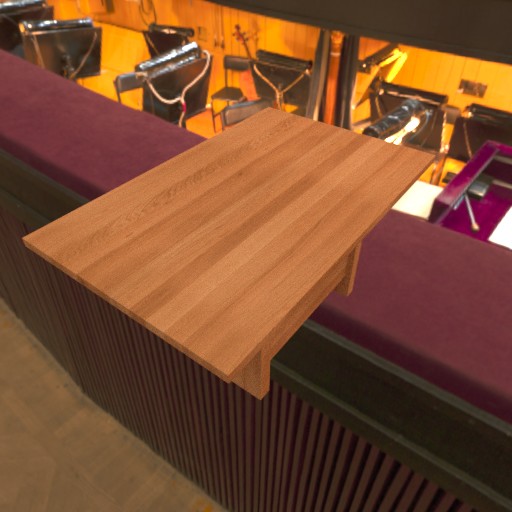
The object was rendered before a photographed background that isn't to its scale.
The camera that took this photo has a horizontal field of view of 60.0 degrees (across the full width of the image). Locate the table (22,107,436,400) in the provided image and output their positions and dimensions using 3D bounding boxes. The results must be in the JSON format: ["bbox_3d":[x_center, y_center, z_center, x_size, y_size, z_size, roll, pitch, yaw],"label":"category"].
[{"bbox_3d":[0.000,0.000,1.494,0.700,0.510,1.100,26,47,27],"label":"table"}]
